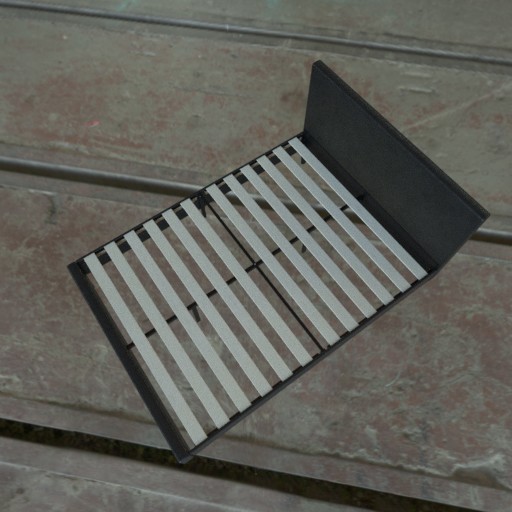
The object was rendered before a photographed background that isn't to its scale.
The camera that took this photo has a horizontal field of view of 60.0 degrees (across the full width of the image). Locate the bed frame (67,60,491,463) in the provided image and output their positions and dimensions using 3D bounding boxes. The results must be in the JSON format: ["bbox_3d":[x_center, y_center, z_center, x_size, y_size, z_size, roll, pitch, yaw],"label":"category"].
[{"bbox_3d":[0.000,0.000,3.161,2.318,1.127,1.634,-33,68,-15],"label":"bed frame"}]
